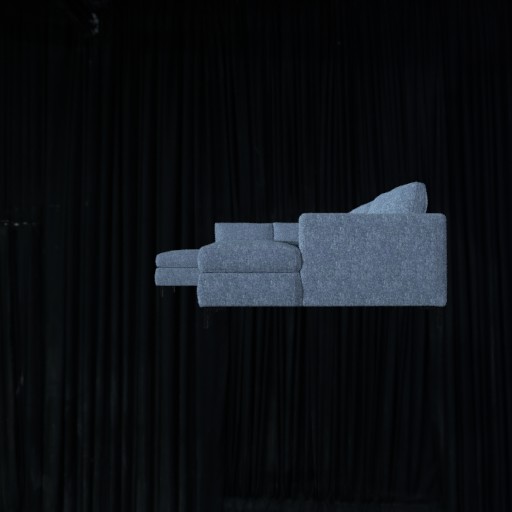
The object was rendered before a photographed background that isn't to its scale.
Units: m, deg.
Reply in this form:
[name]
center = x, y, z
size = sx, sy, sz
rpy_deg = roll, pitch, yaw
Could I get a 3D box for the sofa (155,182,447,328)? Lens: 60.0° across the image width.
[sofa]
center = 0.000, 0.000, 3.535
size = 1.879, 0.756, 2.737
rpy_deg = 0, -1, -1
